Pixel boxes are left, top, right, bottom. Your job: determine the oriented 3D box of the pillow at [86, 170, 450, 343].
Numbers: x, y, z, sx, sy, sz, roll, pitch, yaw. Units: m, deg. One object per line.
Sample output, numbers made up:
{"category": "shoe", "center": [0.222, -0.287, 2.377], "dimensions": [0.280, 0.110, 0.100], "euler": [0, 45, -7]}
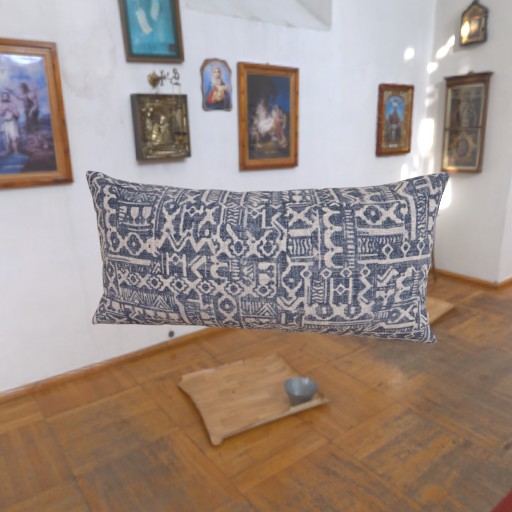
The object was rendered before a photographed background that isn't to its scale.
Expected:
{"category": "pillow", "center": [0.000, 0.000, 0.771], "dimensions": [0.631, 0.292, 0.148], "euler": [2, 15, 7]}
